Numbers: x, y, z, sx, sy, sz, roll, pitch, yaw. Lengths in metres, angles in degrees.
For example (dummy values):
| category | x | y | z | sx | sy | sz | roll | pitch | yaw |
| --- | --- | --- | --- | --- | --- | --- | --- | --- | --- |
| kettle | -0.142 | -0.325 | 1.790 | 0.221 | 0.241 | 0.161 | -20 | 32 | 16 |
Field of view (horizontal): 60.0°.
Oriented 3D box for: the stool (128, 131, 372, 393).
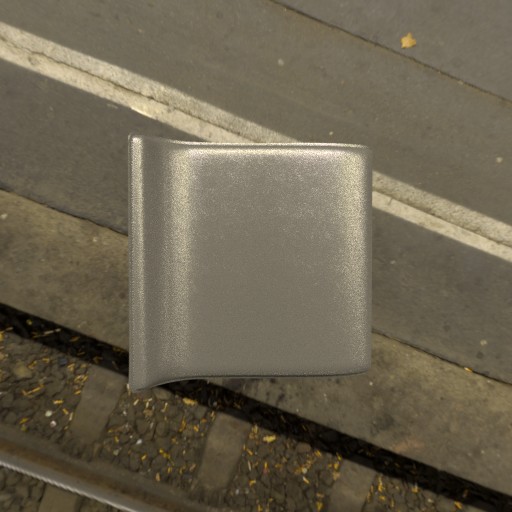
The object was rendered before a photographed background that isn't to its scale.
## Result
| category | x | y | z | sx | sy | sz | roll | pitch | yaw |
| --- | --- | --- | --- | --- | --- | --- | --- | --- | --- |
| stool | 0.000 | 0.000 | 1.052 | 0.381 | 0.851 | 0.381 | 0 | 91 | -1 |
